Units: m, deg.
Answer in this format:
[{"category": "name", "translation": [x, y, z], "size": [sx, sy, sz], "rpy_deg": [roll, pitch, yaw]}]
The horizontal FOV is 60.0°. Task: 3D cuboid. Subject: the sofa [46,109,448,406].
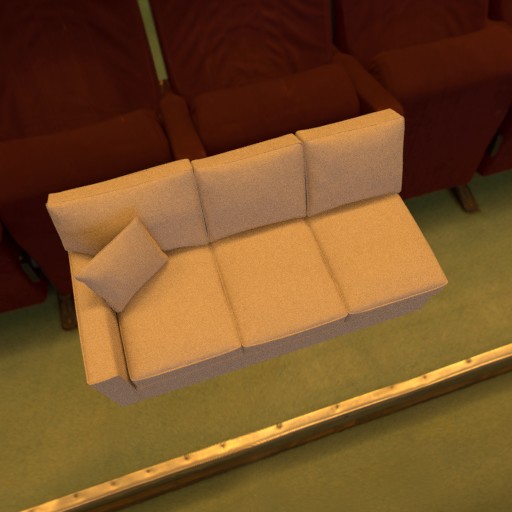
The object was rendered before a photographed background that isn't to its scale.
[{"category": "sofa", "translation": [0.000, 0.000, 2.545], "size": [1.962, 0.946, 1.034], "rpy_deg": [-16, 63, -9]}]
